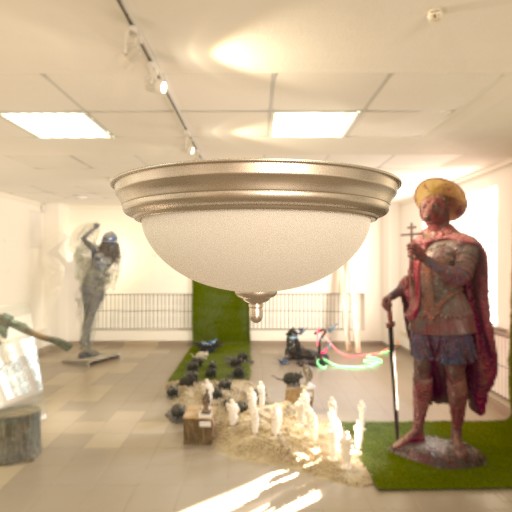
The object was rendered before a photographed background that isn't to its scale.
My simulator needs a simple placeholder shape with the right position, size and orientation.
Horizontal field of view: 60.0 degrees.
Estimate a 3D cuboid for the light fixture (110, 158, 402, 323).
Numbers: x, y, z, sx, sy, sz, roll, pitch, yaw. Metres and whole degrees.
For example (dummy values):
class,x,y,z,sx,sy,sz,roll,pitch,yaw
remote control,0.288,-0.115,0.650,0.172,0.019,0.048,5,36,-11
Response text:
class,x,y,z,sx,sy,sz,roll,pitch,yaw
light fixture,0.000,0.000,0.447,0.280,0.135,0.280,0,0,0
